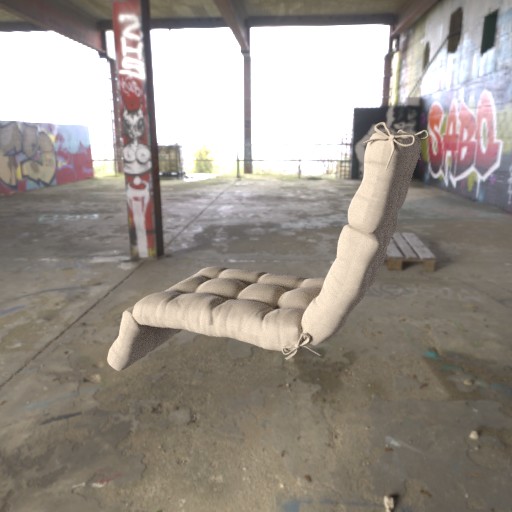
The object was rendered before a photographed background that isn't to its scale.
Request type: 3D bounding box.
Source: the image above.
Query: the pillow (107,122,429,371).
[{"bbox_3d":[0.000,0.000,1.529,1.016,0.863,0.526,7,16,23],"label":"pillow"}]
